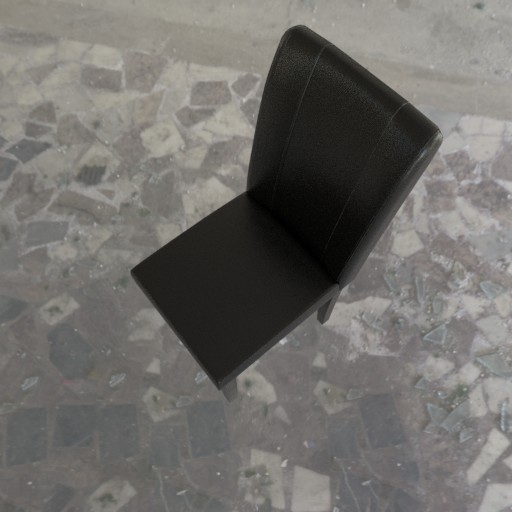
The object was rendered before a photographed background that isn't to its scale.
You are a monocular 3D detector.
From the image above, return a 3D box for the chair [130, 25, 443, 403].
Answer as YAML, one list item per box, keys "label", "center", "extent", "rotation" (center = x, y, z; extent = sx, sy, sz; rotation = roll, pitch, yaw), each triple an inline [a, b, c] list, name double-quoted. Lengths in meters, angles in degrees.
- label: "chair"
  center: [0.000, 0.000, 1.156]
  extent: [0.556, 0.897, 0.399]
  rotation: [-37, 69, -16]
